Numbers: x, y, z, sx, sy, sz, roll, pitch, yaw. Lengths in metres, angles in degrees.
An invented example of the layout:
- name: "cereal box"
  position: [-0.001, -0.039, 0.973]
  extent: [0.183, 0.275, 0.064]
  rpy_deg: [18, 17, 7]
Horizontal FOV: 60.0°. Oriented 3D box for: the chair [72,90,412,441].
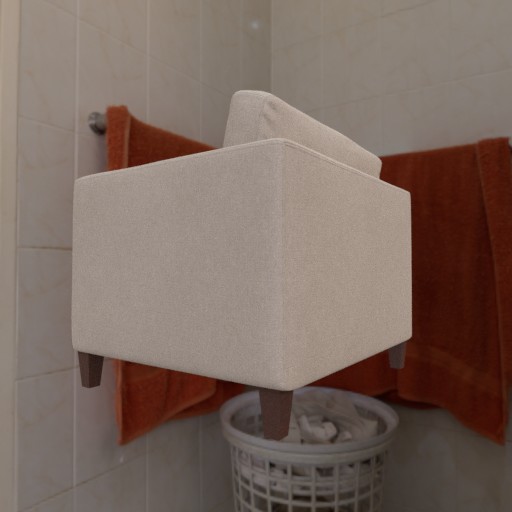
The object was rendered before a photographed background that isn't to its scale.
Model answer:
- name: "chair"
  position: [0.000, 0.000, 1.793]
  extent: [0.959, 0.961, 1.107]
  rpy_deg: [-1, -1, 36]
